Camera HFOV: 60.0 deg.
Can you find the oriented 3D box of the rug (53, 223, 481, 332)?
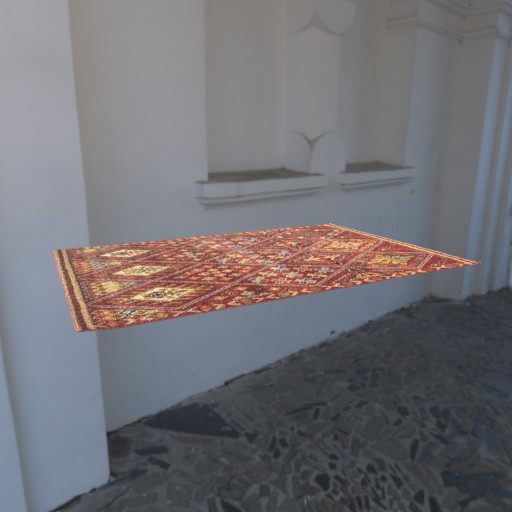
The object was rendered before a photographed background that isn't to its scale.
[{"bbox_3d":[0.000,0.000,2.816,2.286,0.026,1.521,-7,16,-26],"label":"rug"}]
